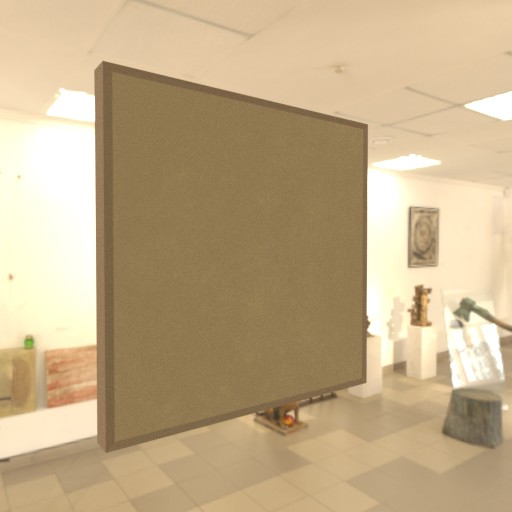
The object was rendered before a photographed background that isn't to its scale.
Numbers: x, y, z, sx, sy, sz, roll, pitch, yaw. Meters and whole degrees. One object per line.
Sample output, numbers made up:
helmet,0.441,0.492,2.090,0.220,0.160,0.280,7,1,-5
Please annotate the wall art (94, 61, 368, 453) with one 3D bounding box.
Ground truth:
wall art,0.000,0.000,0.735,0.508,0.506,0.038,-1,2,-36
